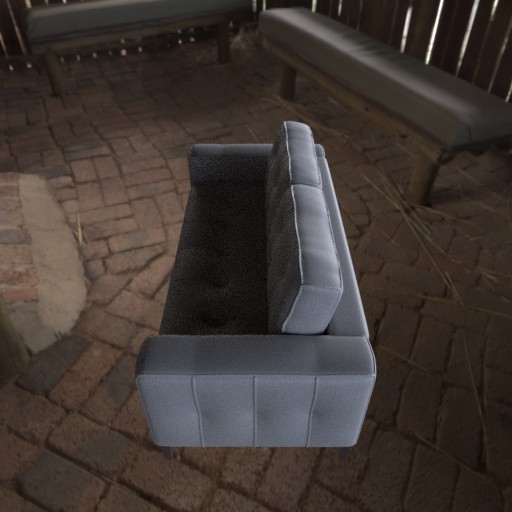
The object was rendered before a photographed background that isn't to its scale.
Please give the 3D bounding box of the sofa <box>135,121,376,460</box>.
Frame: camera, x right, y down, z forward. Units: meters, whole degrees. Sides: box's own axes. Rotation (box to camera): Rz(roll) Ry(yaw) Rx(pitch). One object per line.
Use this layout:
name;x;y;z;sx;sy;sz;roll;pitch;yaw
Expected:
sofa;0.000;0.000;2.230;0.833;0.892;1.726;0;40;0
